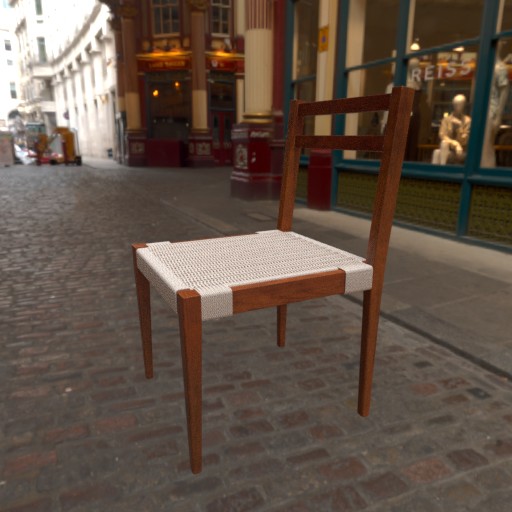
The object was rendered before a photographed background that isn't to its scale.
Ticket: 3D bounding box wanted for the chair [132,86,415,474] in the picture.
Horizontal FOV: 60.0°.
[{"bbox_3d":[0.000,0.000,1.212,0.569,0.851,0.495,-8,17,-25],"label":"chair"}]
